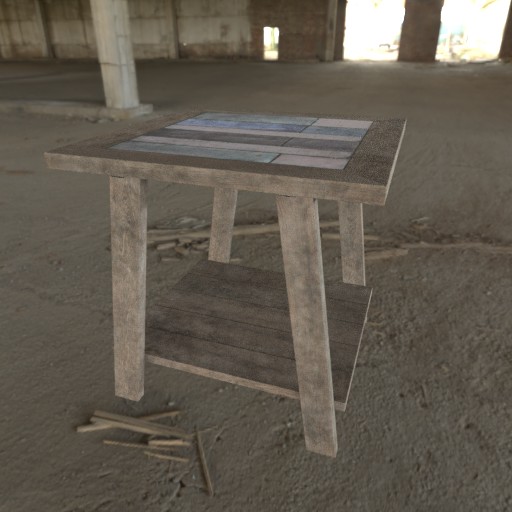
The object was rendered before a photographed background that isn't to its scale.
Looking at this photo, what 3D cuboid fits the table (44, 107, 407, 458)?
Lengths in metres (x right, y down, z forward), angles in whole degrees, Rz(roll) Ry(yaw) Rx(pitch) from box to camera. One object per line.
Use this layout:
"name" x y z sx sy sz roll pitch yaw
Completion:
"table" 0.000 0.000 1.114 0.610 0.610 0.610 9 28 17
